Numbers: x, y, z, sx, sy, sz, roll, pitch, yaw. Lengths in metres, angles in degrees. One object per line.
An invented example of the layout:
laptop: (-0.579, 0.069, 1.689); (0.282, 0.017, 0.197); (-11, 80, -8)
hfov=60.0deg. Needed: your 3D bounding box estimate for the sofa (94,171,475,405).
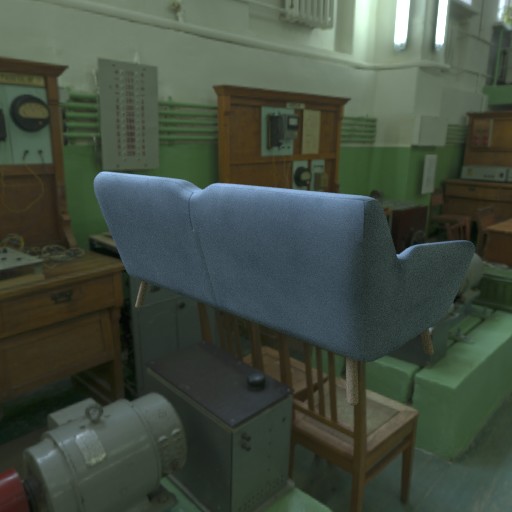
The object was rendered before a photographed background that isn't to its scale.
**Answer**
sofa: (0.000, 0.000, 2.258); (1.870, 0.810, 0.850); (13, 20, 41)
